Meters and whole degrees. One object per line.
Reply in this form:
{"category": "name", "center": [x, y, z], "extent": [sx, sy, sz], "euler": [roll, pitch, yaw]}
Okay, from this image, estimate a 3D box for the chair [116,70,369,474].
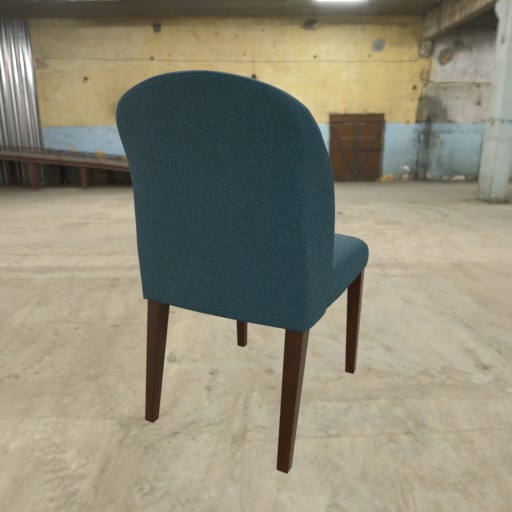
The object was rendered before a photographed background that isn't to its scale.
{"category": "chair", "center": [0.000, 0.000, 1.227], "extent": [0.507, 0.879, 0.620], "euler": [8, 16, 27]}
